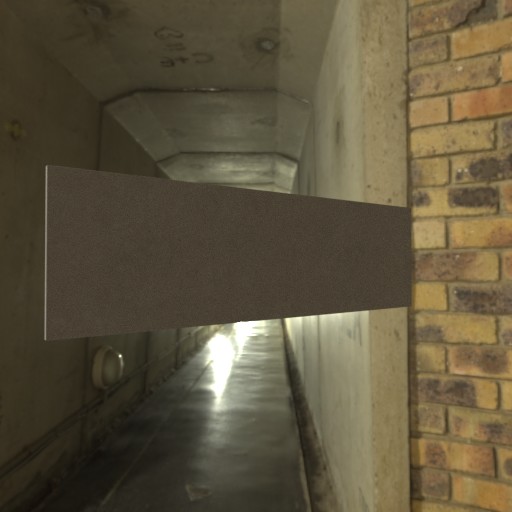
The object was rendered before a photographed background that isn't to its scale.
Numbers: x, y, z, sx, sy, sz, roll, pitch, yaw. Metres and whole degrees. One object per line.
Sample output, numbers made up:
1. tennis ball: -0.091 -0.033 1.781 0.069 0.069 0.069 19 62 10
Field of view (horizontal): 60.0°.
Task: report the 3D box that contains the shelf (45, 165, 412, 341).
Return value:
1. shelf: 0.000 0.000 1.133 1.020 0.300 0.200 1 -1 -36
